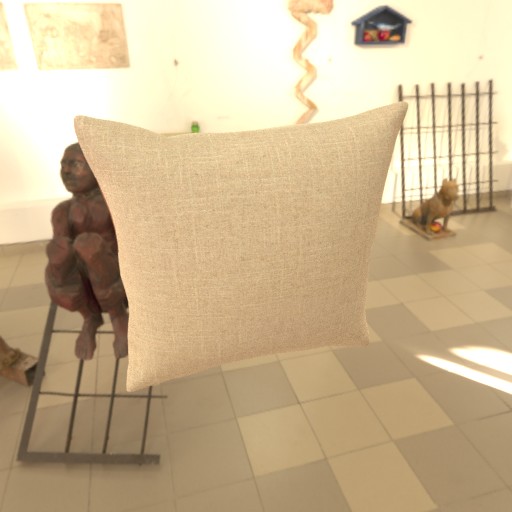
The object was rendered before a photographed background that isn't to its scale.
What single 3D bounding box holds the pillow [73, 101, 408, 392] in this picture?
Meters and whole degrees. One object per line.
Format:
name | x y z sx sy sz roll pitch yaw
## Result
pillow | 0.000 0.000 0.620 0.414 0.399 0.173 -7 28 -14
